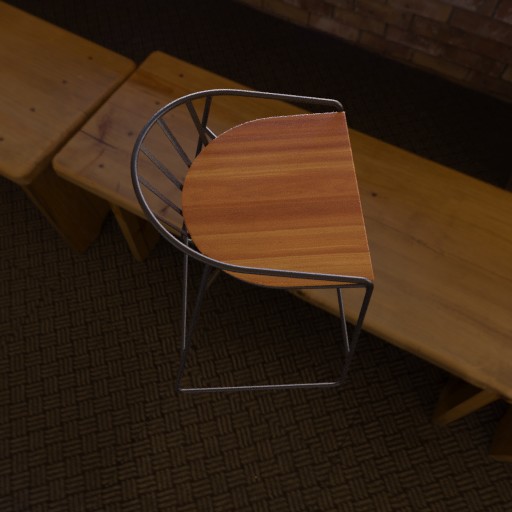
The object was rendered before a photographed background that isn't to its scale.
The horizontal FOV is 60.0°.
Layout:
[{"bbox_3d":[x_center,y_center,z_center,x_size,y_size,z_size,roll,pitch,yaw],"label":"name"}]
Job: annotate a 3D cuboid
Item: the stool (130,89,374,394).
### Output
[{"bbox_3d":[0.000,0.000,1.156,0.521,0.812,0.546,-2,64,-1],"label":"stool"}]
